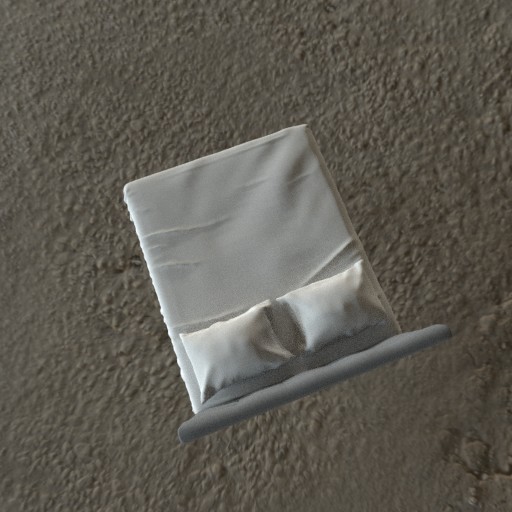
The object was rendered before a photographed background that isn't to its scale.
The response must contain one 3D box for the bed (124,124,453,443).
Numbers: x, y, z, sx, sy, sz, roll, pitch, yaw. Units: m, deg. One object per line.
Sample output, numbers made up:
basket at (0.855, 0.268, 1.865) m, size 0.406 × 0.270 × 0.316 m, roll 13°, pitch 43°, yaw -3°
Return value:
bed at (0.000, 0.000, 3.423) m, size 1.936 × 1.577 × 2.222 m, roll -20°, pitch 76°, yaw -5°
